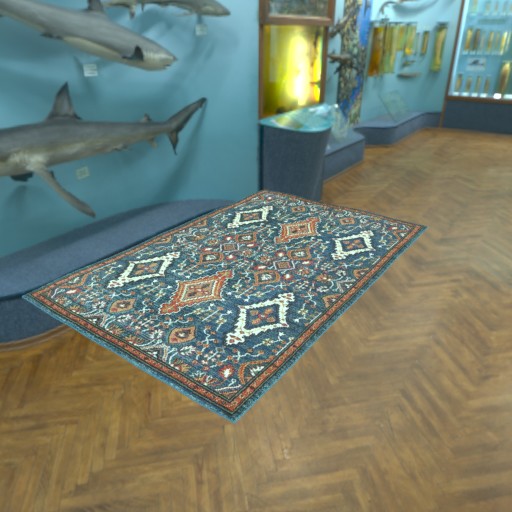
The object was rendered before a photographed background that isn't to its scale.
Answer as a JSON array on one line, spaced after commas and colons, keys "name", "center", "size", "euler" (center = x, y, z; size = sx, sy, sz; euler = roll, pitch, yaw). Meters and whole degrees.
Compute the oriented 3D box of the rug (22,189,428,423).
[{"name": "rug", "center": [0.000, 0.000, 2.271], "size": [1.195, 0.014, 1.847], "euler": [18, 32, 32]}]
